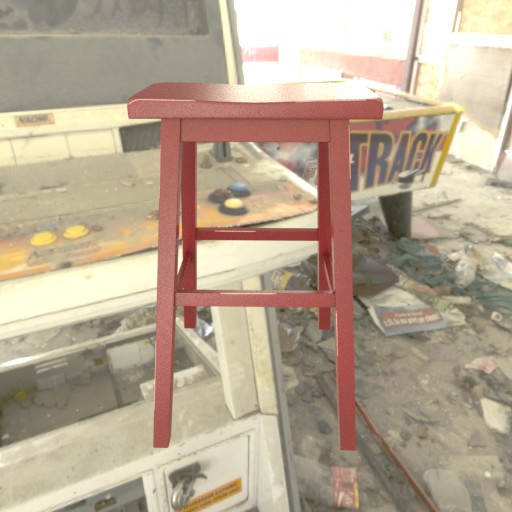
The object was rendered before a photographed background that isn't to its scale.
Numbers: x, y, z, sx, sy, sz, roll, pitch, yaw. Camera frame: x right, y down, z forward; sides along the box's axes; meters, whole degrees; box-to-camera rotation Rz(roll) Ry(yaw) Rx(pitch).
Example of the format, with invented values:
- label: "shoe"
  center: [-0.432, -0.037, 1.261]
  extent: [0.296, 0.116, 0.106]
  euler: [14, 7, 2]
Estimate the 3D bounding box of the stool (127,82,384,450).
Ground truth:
- label: "stool"
  center: [0.000, 0.000, 1.038]
  extent: [0.457, 0.737, 0.476]
  euler: [0, 28, 1]
